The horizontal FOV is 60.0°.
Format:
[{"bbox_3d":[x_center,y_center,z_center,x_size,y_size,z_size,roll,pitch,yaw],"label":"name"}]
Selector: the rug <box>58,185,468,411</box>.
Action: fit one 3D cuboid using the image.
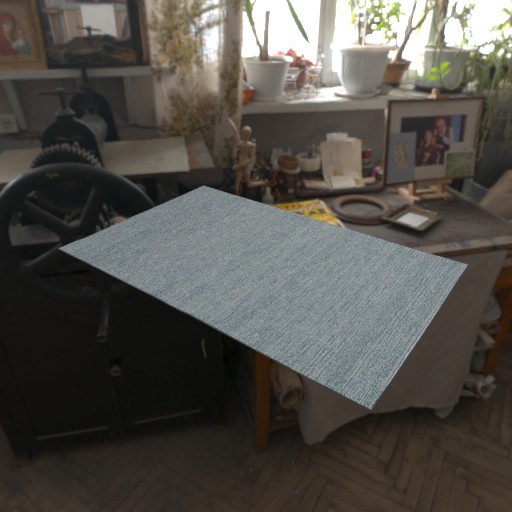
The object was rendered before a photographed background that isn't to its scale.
[{"bbox_3d":[0.000,0.000,2.353,1.853,0.022,1.174,21,36,32],"label":"rug"}]
